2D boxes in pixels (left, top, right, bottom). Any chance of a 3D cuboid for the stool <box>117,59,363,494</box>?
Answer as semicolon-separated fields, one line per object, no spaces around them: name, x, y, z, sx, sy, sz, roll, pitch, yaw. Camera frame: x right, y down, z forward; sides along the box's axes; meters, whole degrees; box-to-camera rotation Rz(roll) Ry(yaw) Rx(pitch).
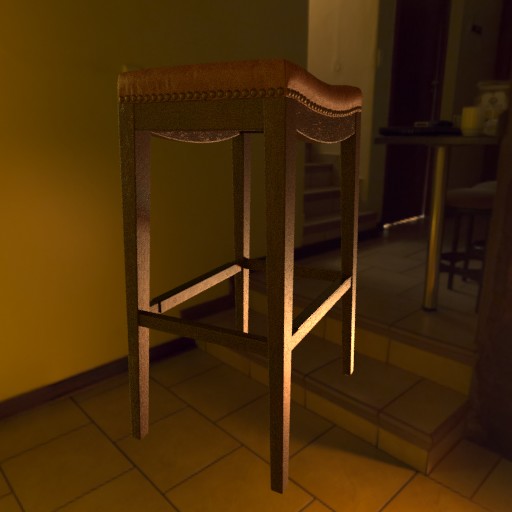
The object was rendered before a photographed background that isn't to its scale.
stool;0.000;0.000;1.015;0.361;0.759;0.500;7;17;26
